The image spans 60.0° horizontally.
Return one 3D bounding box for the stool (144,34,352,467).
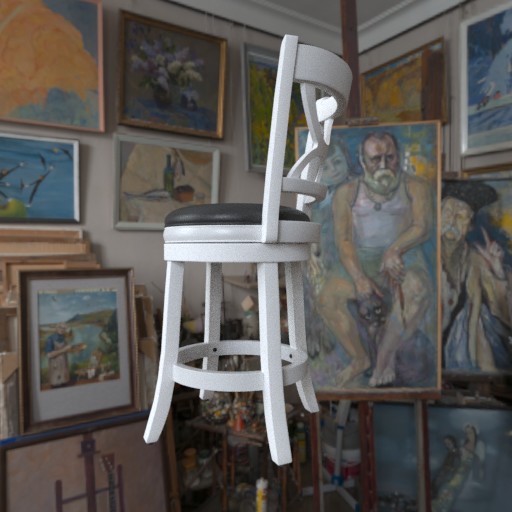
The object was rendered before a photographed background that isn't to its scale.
[{"bbox_3d":[0.000,0.000,1.206,0.508,0.953,0.444,0,1,19],"label":"stool"}]
